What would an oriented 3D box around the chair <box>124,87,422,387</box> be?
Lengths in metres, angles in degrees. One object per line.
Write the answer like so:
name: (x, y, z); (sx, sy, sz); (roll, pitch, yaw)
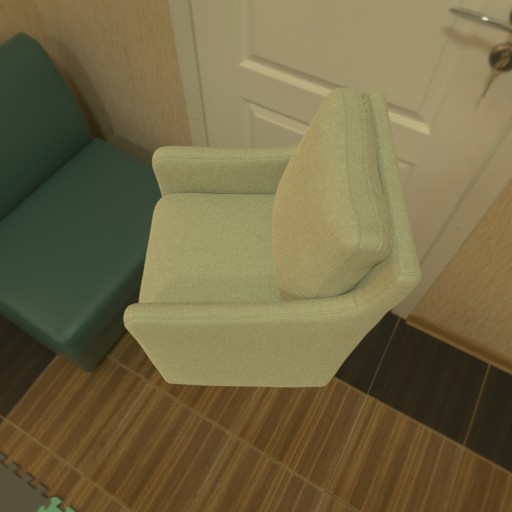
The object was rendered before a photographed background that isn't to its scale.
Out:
chair: (0.000, 0.000, 1.392); (0.694, 0.914, 0.626); (1, 59, 0)
